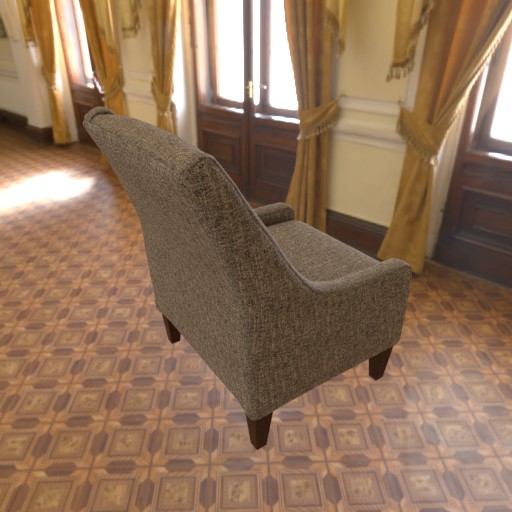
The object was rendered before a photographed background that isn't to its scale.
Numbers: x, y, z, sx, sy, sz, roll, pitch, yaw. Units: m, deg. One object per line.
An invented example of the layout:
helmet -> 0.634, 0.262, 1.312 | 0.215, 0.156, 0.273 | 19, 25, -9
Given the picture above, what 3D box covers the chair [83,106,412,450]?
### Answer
chair -> 0.000, 0.000, 1.606 | 0.870, 1.014, 0.774 | -18, 33, -30
